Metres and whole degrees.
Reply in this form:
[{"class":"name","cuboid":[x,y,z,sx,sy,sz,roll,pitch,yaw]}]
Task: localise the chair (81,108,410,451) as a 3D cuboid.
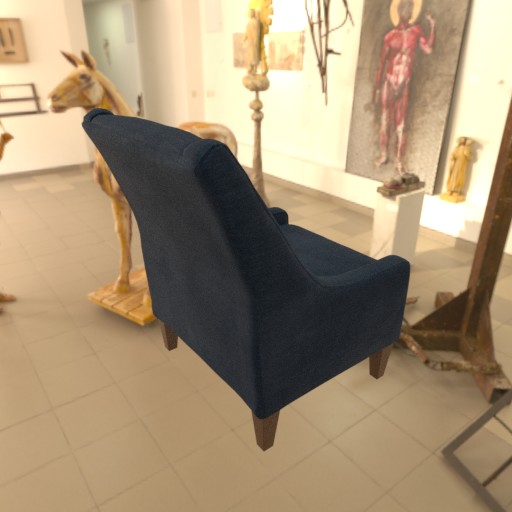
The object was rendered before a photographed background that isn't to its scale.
[{"class":"chair","cuboid":[0.000,0.000,1.607,0.870,1.014,0.774,-18,31,-33]}]
